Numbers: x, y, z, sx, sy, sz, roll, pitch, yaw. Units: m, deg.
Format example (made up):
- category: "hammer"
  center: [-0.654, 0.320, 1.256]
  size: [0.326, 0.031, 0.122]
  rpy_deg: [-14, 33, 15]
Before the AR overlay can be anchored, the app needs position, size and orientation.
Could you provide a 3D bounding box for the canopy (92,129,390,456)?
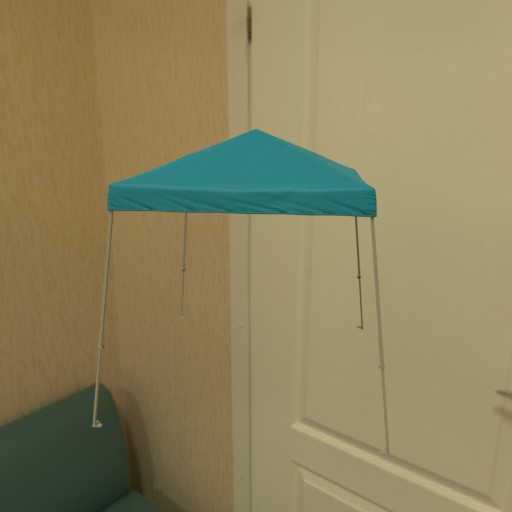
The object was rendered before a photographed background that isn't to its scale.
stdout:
- category: "canopy"
  center: [0.000, 0.000, 6.531]
  size: [3.599, 3.600, 3.600]
  rpy_deg: [2, 15, 8]
